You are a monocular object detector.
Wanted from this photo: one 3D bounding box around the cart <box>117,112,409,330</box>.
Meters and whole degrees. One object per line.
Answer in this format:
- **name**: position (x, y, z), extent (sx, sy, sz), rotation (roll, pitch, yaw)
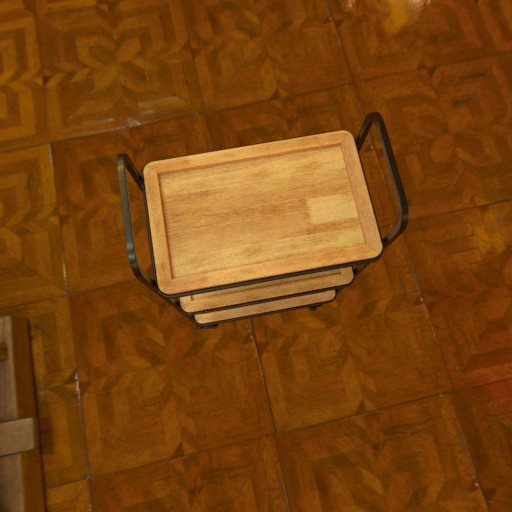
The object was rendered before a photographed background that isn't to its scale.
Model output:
- **cart**: position (0.000, 0.000, 1.353), extent (0.545, 1.080, 0.321), rotation (-10, 76, -3)
